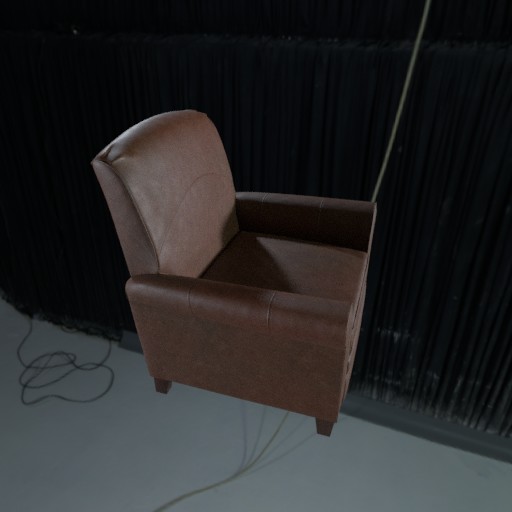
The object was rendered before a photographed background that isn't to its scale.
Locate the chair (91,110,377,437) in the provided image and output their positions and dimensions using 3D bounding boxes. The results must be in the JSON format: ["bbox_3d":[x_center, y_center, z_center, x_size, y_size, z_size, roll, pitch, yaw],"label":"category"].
[{"bbox_3d":[0.000,0.000,1.827,0.902,1.061,0.978,9,31,16],"label":"chair"}]
